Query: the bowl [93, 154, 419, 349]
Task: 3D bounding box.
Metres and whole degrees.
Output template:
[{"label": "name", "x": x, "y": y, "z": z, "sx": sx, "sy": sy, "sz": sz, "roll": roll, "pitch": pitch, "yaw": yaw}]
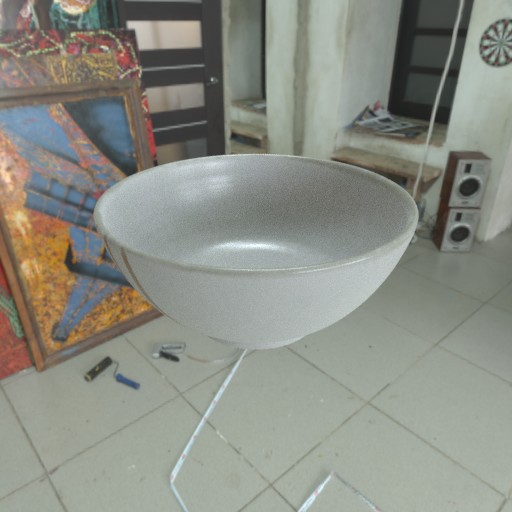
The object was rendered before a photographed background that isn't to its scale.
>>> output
[{"label": "bowl", "x": 0.000, "y": 0.000, "z": 0.411, "sx": 0.268, "sy": 0.121, "sz": 0.268, "roll": 0, "pitch": 28, "yaw": 0}]
